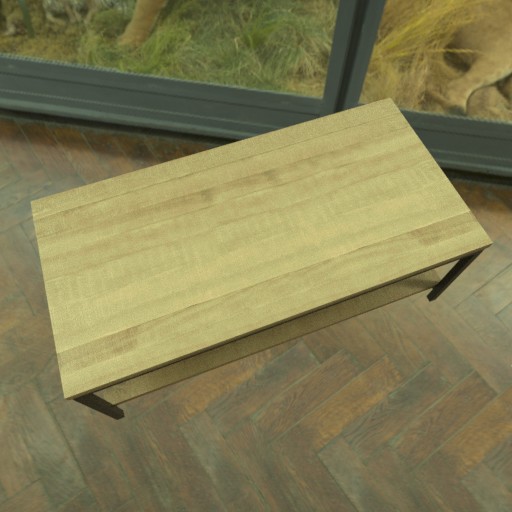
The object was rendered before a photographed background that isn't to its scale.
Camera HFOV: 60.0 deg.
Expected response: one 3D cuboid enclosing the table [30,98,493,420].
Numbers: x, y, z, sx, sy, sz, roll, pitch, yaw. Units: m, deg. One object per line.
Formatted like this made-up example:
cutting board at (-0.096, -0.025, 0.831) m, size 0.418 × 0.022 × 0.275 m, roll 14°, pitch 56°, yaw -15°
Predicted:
table at (0.000, 0.000, 1.348) m, size 1.100 × 0.399 × 0.551 m, roll -19°, pitch 64°, yaw -9°
